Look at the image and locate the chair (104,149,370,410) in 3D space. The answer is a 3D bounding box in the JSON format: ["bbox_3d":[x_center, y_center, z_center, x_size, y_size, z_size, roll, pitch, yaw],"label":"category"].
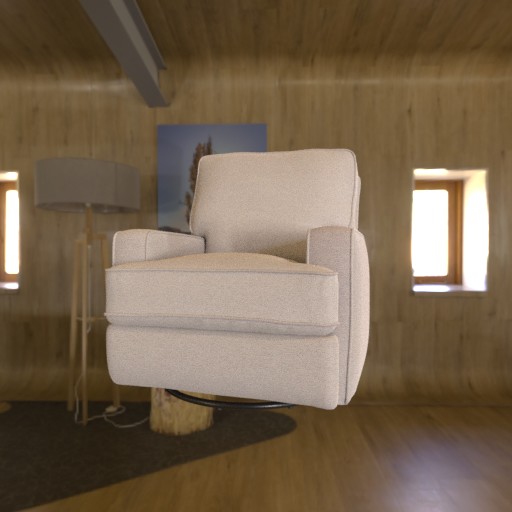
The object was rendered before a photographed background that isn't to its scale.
[{"bbox_3d":[0.000,0.000,1.771,0.861,0.964,0.969,0,1,17],"label":"chair"}]
